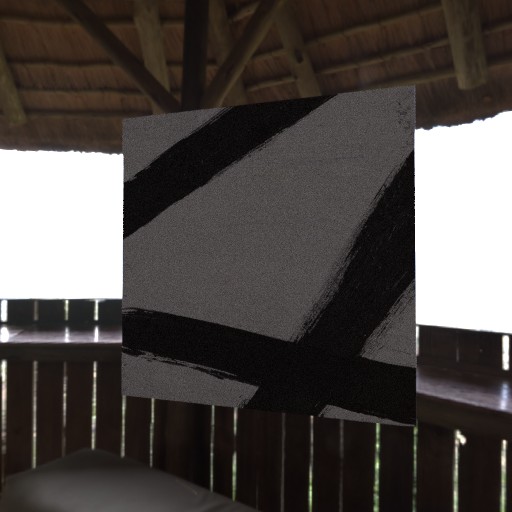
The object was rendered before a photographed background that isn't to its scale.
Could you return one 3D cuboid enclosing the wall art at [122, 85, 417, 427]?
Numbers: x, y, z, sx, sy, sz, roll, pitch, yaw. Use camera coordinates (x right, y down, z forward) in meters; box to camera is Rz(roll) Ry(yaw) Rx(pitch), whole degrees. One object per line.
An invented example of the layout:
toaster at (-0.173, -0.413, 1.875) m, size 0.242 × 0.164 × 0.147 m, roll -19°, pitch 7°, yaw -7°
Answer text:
wall art at (0.000, 0.000, 1.129) m, size 0.765 × 0.765 × 0.046 m, roll 0°, pitch -1°, yaw 18°
